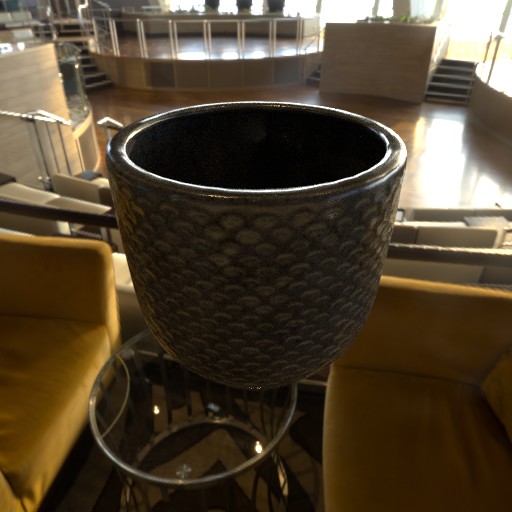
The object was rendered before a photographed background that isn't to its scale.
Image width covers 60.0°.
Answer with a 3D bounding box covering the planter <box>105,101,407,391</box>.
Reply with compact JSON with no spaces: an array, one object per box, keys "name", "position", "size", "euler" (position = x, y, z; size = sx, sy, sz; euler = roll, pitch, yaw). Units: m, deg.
[{"name":"planter","position":[0.000,0.000,0.347],"size":[0.197,0.191,0.197],"euler":[0,32,0]}]
